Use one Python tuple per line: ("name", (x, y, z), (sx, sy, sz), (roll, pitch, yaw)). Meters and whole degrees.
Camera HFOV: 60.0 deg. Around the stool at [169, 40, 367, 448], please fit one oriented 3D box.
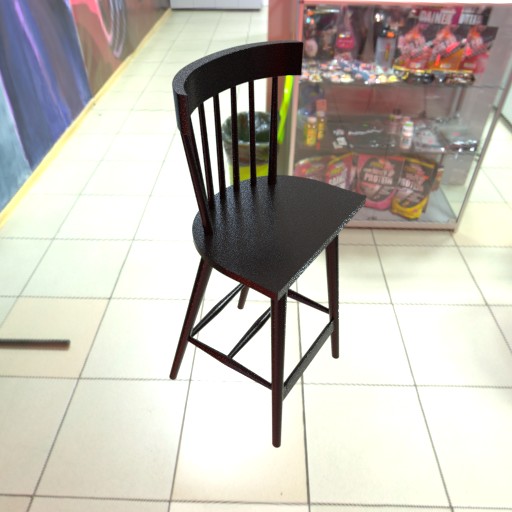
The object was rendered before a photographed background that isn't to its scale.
("stool", (0.000, 0.000, 1.323), (0.483, 1.092, 0.482), (24, 46, 26))
